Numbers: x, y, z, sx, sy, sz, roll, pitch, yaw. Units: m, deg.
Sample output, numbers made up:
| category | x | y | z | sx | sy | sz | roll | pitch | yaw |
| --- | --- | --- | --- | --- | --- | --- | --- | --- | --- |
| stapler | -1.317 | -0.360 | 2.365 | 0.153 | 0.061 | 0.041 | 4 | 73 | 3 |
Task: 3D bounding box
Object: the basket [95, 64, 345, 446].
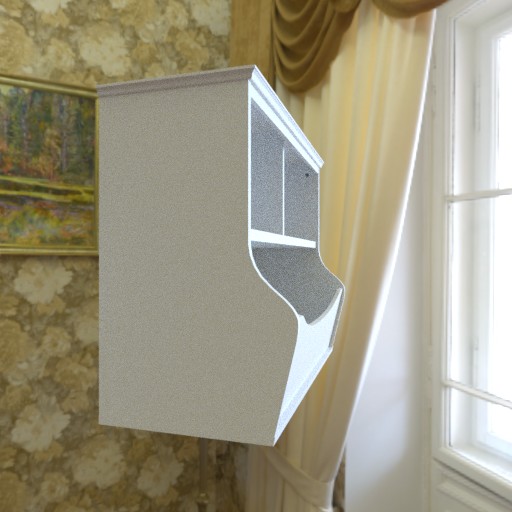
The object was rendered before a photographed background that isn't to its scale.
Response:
| category | x | y | z | sx | sy | sz | roll | pitch | yaw |
| --- | --- | --- | --- | --- | --- | --- | --- | --- | --- |
| basket | 0.000 | 0.000 | 1.137 | 0.376 | 0.625 | 0.792 | 0 | 0 | 17 |
